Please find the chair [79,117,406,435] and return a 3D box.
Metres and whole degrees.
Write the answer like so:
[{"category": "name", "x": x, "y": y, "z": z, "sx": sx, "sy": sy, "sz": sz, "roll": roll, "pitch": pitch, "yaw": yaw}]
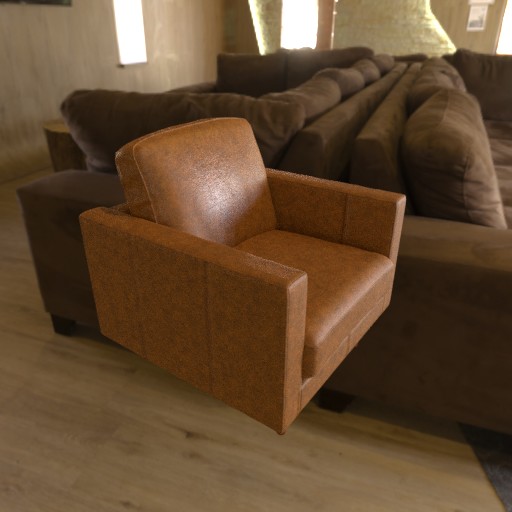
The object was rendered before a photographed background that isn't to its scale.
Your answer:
[{"category": "chair", "x": 0.000, "y": 0.000, "z": 1.737, "sx": 0.909, "sy": 0.956, "sz": 0.890, "roll": 18, "pitch": 32, "yaw": 31}]
